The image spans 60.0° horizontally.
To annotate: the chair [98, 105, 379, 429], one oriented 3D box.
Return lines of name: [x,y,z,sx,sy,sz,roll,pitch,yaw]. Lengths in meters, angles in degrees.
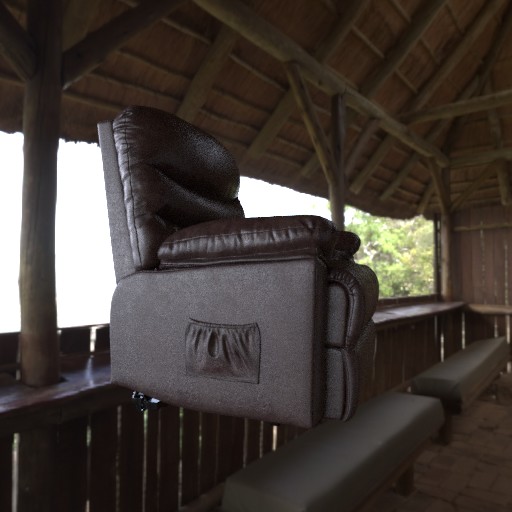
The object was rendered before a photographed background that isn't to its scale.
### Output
chair: [0.000,0.000,1.704,0.879,1.041,0.940,0,-1,18]
